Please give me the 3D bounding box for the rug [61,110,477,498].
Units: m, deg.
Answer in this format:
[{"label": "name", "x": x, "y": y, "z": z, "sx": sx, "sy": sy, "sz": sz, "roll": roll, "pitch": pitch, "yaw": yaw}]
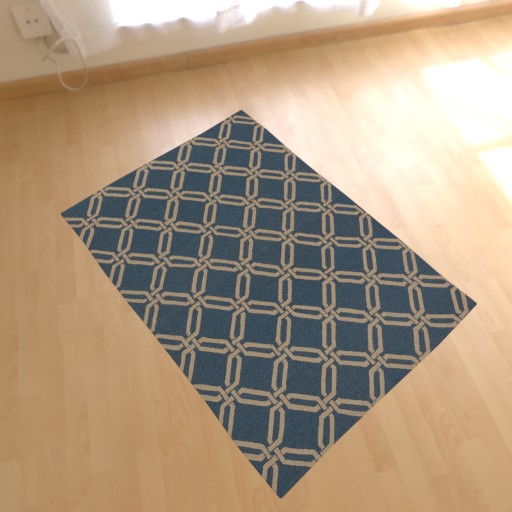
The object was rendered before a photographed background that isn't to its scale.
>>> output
[{"label": "rug", "x": 0.000, "y": 0.000, "z": 2.685, "sx": 1.524, "sy": 0.013, "sz": 2.135, "roll": -36, "pitch": 65, "yaw": -20}]
